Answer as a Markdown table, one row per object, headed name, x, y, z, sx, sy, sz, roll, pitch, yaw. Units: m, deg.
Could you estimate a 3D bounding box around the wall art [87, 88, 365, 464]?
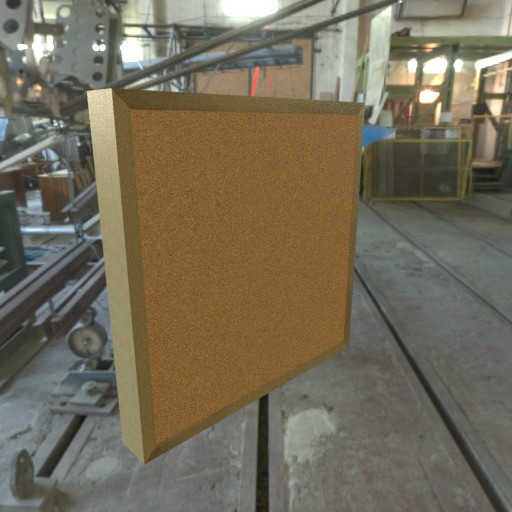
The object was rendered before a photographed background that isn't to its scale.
| name | x | y | z | sx | sy | sz | roll | pitch | yaw |
| --- | --- | --- | --- | --- | --- | --- | --- | --- | --- |
| wall art | 0.000 | 0.000 | 0.453 | 0.304 | 0.305 | 0.038 | -15 | 23 | -42 |
